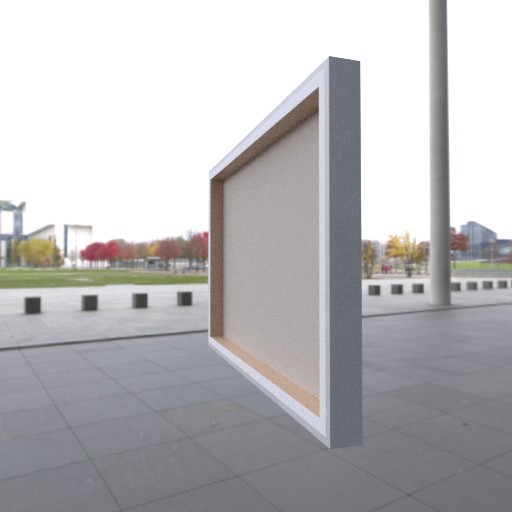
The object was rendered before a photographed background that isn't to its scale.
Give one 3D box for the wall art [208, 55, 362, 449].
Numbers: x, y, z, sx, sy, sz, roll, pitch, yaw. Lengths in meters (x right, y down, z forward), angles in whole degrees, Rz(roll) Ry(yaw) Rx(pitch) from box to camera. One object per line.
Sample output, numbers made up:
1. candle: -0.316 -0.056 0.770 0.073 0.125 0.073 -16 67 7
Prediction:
1. wall art: 0.000 0.000 0.753 0.038 0.407 0.609 0 -1 -18
